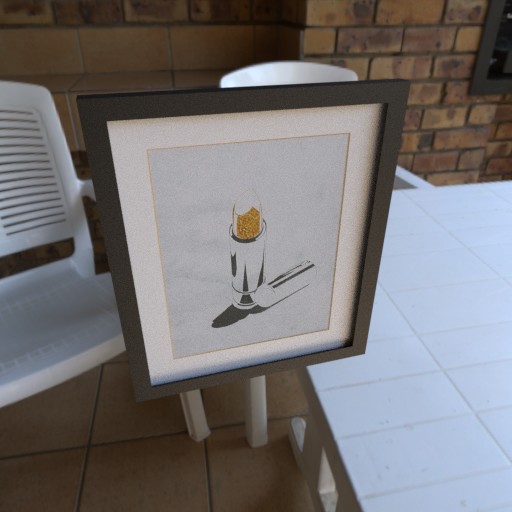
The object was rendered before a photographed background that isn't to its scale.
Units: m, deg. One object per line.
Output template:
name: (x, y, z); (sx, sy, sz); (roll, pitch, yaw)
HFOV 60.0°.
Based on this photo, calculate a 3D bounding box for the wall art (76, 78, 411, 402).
wall art: (0.000, 0.000, 0.529); (0.330, 0.381, 0.019); (-8, 32, -14)
